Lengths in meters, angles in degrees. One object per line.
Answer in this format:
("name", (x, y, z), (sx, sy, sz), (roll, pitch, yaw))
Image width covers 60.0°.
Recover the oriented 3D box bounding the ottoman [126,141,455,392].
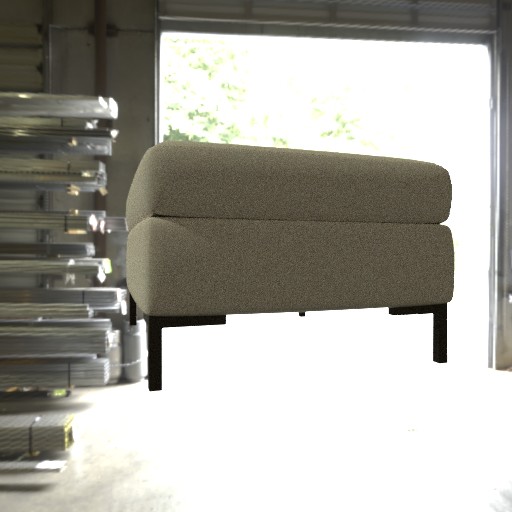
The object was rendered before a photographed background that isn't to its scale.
("ottoman", (0.000, 0.000, 1.195), (0.657, 0.453, 0.794), (0, 0, -18))
